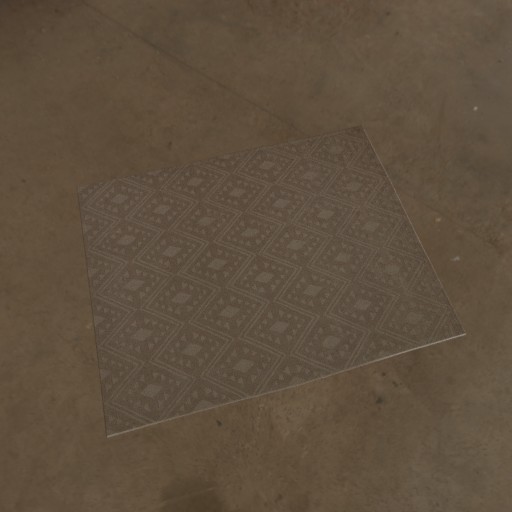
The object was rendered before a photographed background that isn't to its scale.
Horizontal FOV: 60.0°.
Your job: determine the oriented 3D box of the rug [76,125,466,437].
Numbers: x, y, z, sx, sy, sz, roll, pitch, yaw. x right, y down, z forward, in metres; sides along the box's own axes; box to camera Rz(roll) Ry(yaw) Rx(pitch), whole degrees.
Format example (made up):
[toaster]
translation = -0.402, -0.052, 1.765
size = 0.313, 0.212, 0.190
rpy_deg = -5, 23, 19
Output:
[rug]
translation = 0.000, 0.000, 4.048
size = 3.011, 0.054, 2.399
rpy_deg = -14, 65, -7
